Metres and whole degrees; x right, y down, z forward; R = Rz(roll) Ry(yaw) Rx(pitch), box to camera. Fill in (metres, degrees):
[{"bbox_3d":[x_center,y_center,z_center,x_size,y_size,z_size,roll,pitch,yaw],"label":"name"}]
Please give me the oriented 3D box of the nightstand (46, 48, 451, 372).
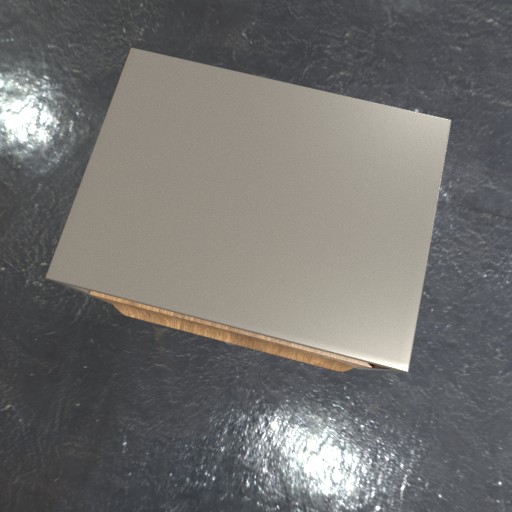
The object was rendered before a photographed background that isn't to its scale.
[{"bbox_3d":[0.000,0.000,0.711,0.370,0.508,0.288,14,77,3],"label":"nightstand"}]
